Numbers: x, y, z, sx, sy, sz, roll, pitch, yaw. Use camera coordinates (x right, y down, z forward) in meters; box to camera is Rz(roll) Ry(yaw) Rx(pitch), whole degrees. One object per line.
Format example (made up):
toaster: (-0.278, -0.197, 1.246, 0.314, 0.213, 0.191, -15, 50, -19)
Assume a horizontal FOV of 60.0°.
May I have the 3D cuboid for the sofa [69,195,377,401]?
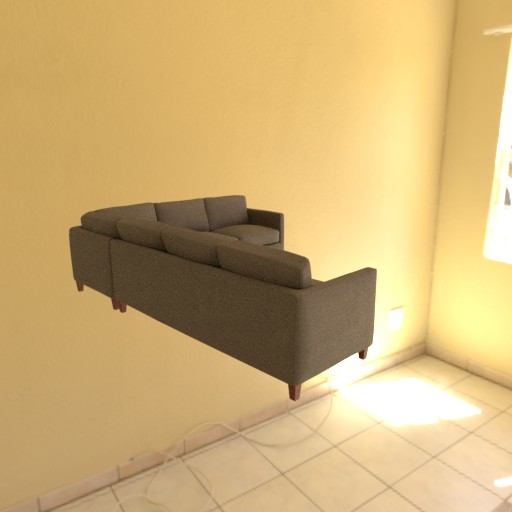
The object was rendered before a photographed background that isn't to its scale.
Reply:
sofa: (0.000, 0.000, 4.647, 2.593, 0.947, 3.302, -13, 19, -43)
